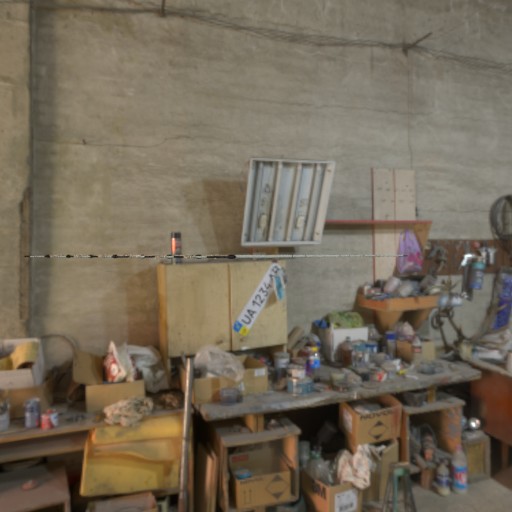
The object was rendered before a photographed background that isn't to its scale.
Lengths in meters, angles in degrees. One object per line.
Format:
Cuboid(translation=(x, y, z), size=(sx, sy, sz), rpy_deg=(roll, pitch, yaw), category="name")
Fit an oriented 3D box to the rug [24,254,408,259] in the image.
Cuboid(translation=(0.000, 0.000, 3.346), size=(1.524, 0.021, 2.755), rpy_deg=(0, 0, 35), category="rug")
